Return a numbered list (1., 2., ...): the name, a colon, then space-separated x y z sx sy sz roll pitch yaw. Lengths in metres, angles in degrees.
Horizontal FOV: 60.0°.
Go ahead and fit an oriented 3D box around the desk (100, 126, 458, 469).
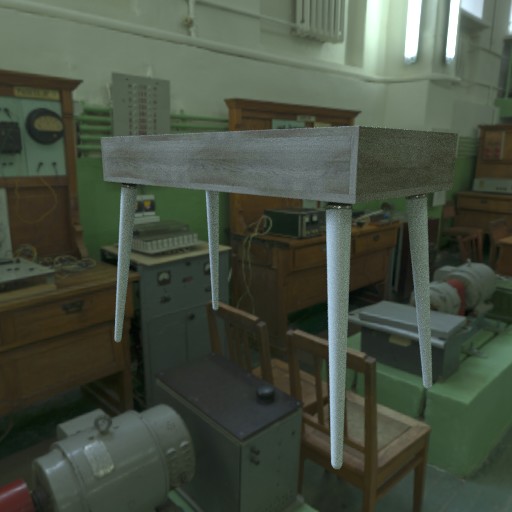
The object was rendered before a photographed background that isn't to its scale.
1. desk: 0.000 0.000 1.380 0.979 0.723 0.491 13 18 43
